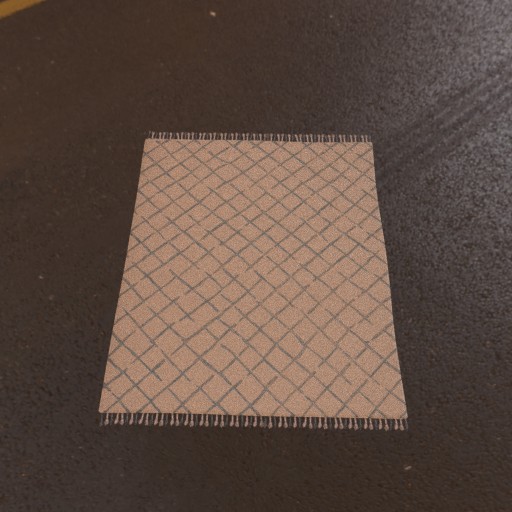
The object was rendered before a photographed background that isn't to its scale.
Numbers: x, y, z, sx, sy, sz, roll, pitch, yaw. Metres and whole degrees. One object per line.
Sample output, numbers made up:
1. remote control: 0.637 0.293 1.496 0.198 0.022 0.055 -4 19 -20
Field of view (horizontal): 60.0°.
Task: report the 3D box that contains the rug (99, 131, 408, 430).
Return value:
1. rug: 0.000 0.000 4.906 2.892 0.036 3.585 1 63 0
